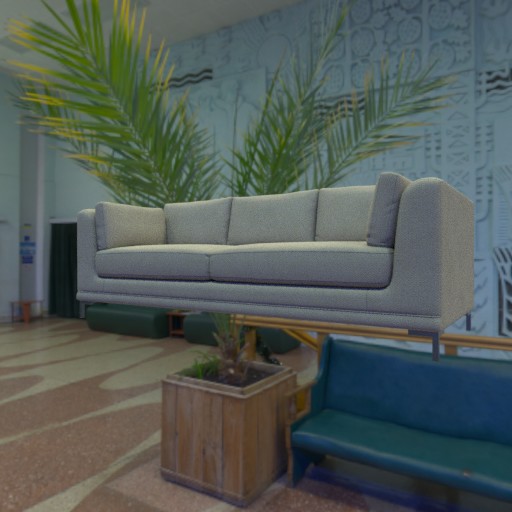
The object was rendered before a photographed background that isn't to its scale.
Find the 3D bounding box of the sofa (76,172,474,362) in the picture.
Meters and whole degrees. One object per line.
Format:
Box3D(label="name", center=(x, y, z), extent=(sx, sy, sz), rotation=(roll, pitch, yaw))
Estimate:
Box3D(label="sofa", center=(0.000, 0.000, 2.846), extent=(2.415, 0.867, 0.969), rotation=(0, 0, 33))
